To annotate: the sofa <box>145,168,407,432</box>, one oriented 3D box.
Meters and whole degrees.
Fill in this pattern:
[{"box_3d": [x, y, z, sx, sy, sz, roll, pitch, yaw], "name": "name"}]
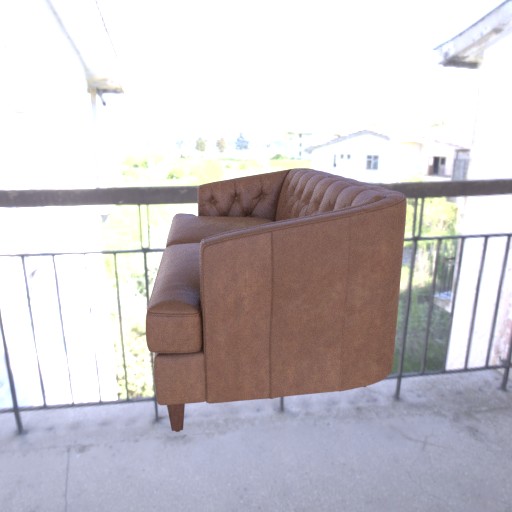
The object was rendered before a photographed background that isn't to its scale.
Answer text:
[{"box_3d": [0.000, 0.000, 2.237, 0.914, 0.786, 1.755, -2, 15, -7], "name": "sofa"}]
